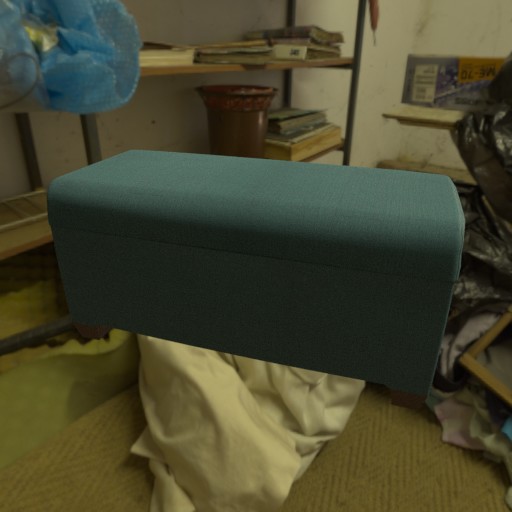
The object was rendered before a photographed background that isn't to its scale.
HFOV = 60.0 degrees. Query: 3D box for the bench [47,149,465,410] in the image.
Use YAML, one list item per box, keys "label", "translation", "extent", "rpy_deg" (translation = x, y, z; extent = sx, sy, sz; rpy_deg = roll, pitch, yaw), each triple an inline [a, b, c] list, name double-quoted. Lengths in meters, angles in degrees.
- label: "bench"
  translation: [0.000, 0.000, 1.240]
  extent: [0.995, 0.474, 0.476]
  rpy_deg: [8, 28, 16]
